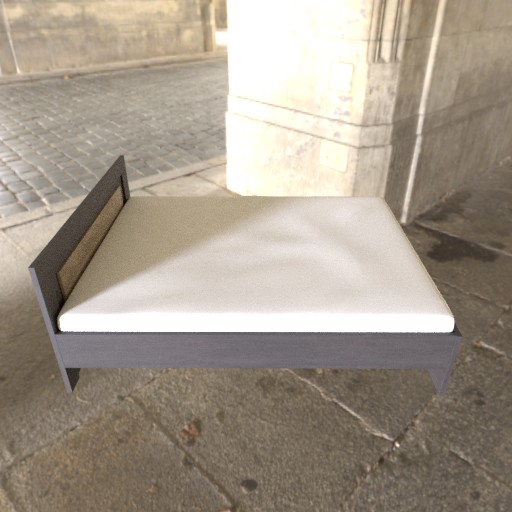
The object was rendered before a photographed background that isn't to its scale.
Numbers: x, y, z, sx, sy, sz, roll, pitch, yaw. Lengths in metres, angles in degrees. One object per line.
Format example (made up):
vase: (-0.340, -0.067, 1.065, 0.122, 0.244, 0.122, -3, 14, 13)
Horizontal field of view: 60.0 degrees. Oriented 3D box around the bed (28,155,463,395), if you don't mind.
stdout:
bed: (0.000, 0.000, 2.901, 2.073, 0.823, 1.585, 0, 31, 0)
